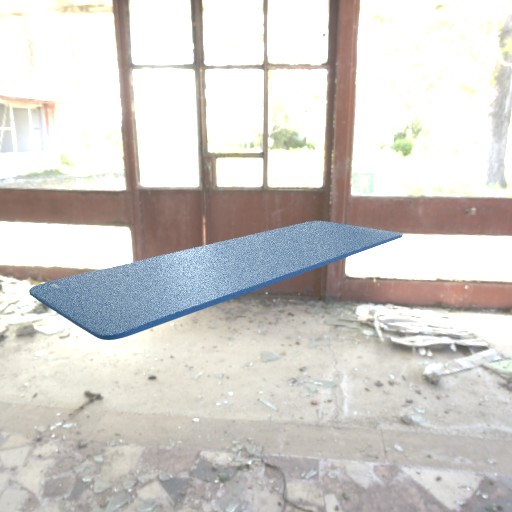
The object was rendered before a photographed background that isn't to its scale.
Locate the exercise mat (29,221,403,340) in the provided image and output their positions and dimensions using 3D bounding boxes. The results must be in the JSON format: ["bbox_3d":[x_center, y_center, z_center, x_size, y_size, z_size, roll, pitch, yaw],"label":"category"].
[{"bbox_3d":[0.000,0.000,2.091,0.616,0.021,1.869,14,21,41],"label":"exercise mat"}]
